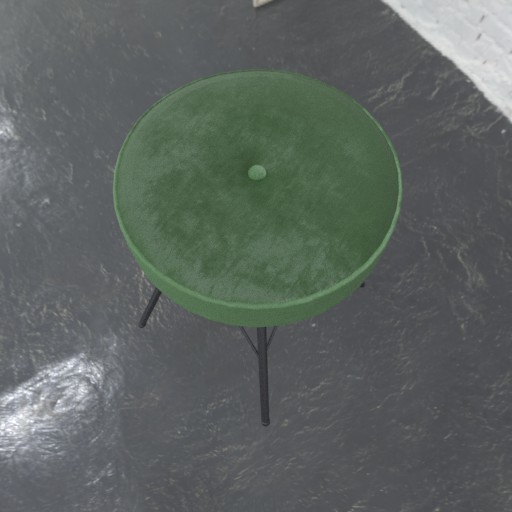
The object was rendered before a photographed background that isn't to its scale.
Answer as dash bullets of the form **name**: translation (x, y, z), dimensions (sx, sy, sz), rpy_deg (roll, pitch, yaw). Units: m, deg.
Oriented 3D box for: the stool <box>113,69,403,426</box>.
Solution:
- **stool**: translation (0.000, 0.000, 0.904), dimensions (0.430, 0.595, 0.457), rpy_deg (34, 69, 15)
